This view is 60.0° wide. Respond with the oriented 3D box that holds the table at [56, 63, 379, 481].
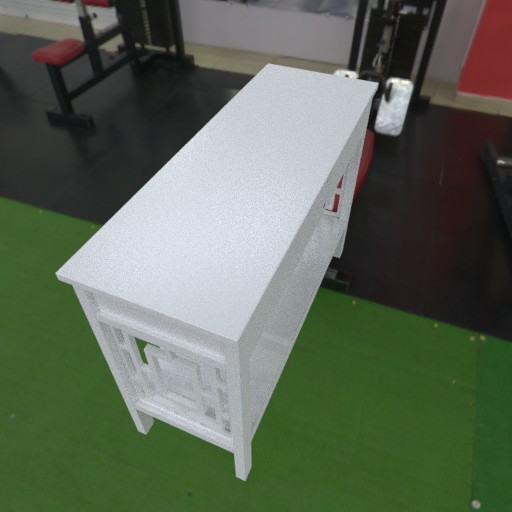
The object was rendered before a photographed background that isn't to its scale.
[{"bbox_3d":[0.000,0.000,1.407,0.397,0.753,1.068,17,48,16],"label":"table"}]
